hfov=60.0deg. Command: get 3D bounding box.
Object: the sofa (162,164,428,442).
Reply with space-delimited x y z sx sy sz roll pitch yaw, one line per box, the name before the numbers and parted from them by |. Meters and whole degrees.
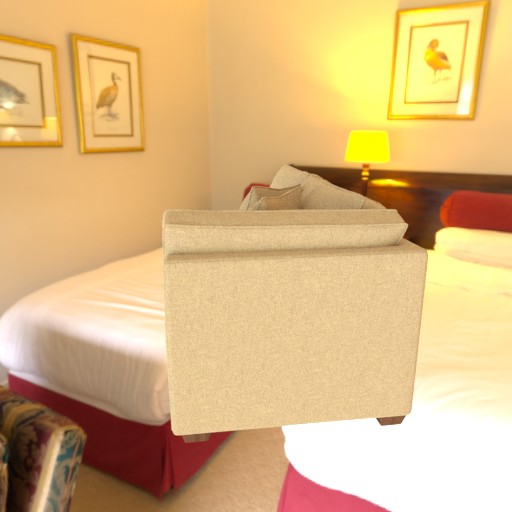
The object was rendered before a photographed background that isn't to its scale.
sofa | 0.000 0.000 2.838 1.110 1.033 2.237 -2 16 -8
